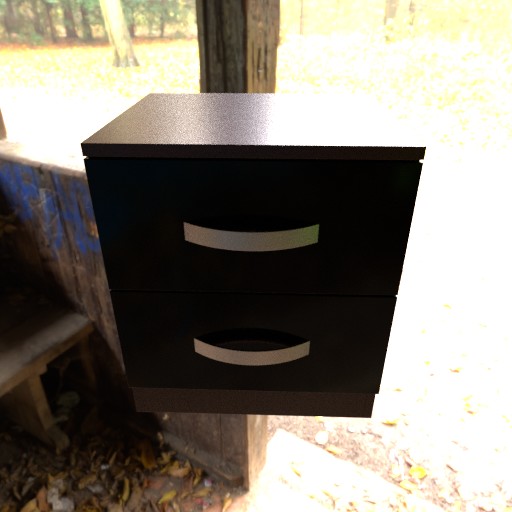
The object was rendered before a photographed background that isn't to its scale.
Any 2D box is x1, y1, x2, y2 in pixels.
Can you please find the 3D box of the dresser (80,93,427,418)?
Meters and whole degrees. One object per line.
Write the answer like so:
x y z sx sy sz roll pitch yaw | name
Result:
0.000 0.000 0.760 0.400 0.470 0.360 1 30 2 | dresser
